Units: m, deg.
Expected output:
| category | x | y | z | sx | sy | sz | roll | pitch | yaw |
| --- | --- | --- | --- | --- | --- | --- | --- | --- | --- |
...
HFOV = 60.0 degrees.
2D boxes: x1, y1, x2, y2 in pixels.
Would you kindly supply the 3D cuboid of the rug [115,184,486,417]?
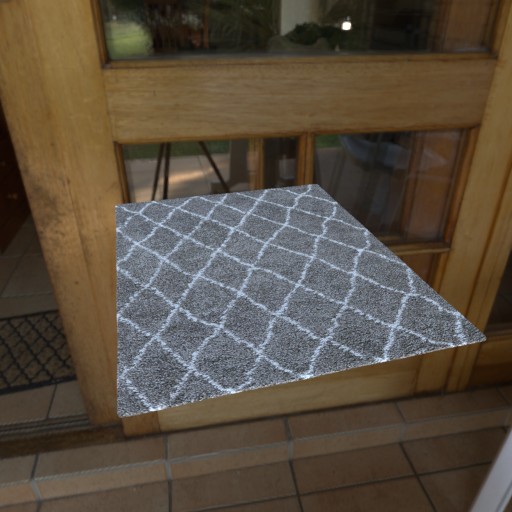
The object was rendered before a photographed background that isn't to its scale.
| category | x | y | z | sx | sy | sz | roll | pitch | yaw |
| --- | --- | --- | --- | --- | --- | --- | --- | --- | --- |
| rug | 0.000 | 0.000 | 4.006 | 2.438 | 0.029 | 3.047 | -8 | 31 | -13 |
